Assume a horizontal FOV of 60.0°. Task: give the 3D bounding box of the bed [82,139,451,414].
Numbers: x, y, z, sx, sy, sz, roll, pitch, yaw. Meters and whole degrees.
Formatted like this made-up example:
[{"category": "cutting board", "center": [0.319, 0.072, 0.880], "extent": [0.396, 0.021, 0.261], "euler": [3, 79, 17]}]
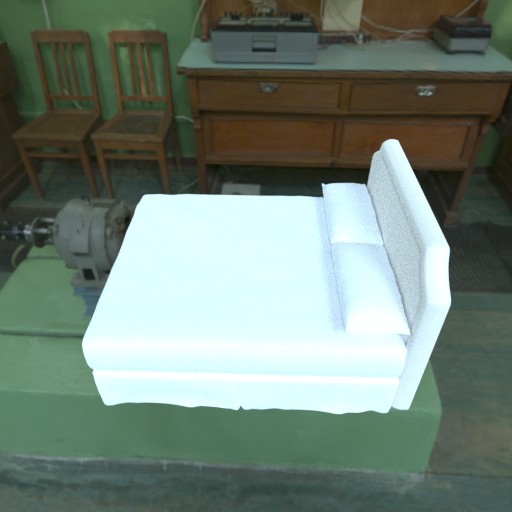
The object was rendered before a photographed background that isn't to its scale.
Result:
[{"category": "bed", "center": [0.000, 0.000, 3.915], "extent": [2.548, 1.524, 2.134], "euler": [1, 40, 1]}]
